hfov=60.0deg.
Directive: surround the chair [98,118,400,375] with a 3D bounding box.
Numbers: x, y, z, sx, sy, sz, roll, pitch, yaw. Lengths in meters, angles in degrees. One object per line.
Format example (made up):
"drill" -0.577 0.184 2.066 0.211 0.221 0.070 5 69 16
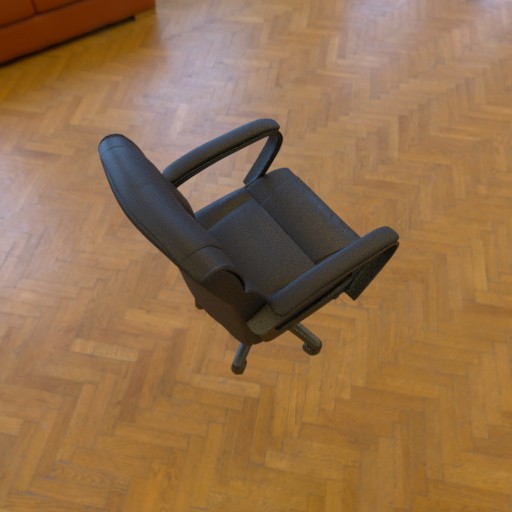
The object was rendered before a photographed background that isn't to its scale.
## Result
"chair" 0.000 0.000 1.377 0.641 0.998 0.576 -32 64 -18
